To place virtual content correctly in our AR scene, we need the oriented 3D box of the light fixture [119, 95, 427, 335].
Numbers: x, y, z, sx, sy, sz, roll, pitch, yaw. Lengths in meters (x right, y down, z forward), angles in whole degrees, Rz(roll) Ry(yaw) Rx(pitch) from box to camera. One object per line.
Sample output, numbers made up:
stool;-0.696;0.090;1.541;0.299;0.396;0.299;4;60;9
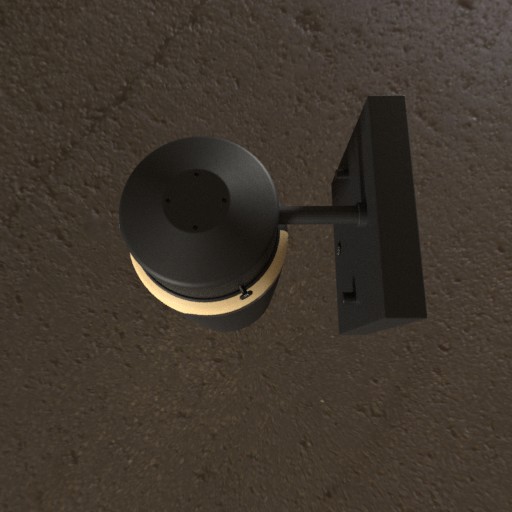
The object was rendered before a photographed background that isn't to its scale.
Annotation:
light fixture;0.000;0.000;0.367;0.176;0.257;0.130;0;76;0
